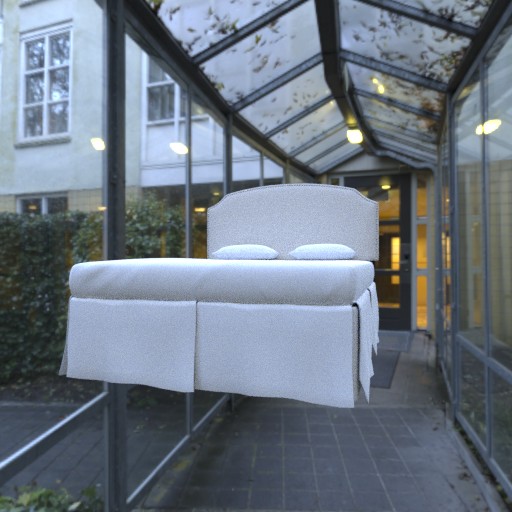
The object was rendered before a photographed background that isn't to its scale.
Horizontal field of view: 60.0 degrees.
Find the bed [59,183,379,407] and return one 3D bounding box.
[{"bbox_3d":[0.000,0.000,2.963,1.558,1.270,1.999,0,0,17],"label":"bed"}]
